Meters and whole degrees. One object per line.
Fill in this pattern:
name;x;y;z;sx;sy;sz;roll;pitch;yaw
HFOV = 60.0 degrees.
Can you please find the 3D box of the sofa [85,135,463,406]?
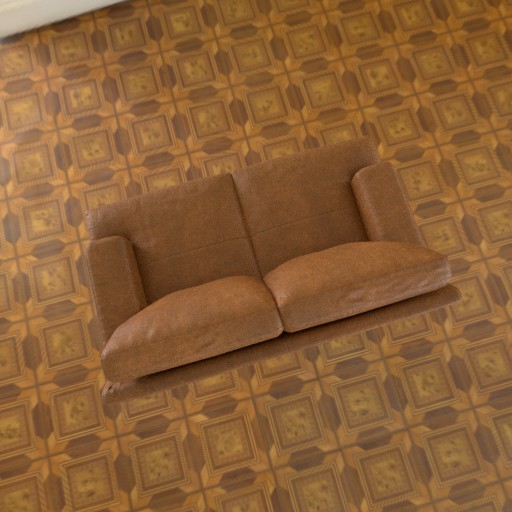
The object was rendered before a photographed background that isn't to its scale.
sofa;0.000;0.000;2.517;1.880;0.966;1.144;-16;77;-4
